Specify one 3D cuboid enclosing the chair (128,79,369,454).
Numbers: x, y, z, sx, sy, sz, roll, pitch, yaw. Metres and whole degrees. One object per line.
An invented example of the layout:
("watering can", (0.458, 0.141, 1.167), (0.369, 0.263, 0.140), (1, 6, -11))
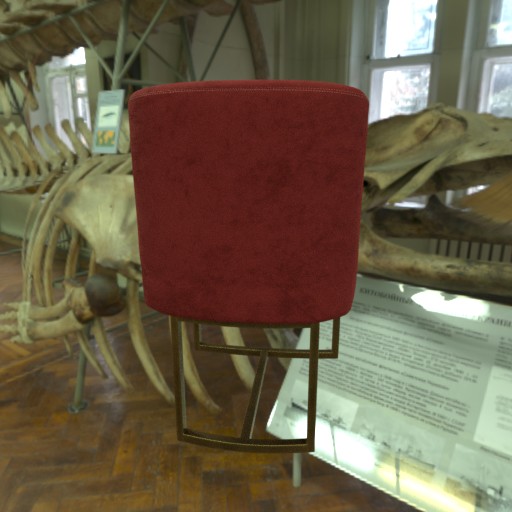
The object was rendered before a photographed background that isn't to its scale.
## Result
("chair", (0.000, 0.000, 1.184), (0.530, 0.824, 0.560), (2, 15, 7))
